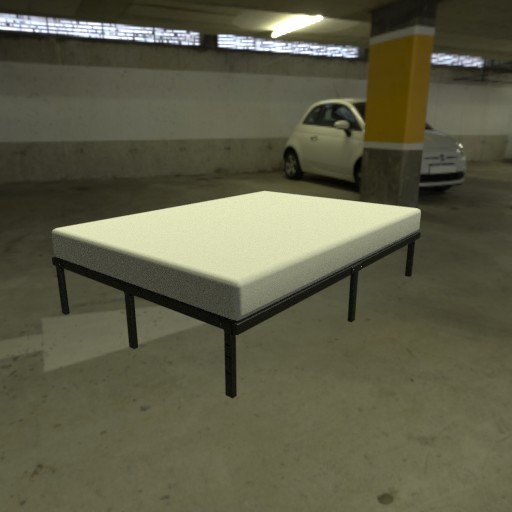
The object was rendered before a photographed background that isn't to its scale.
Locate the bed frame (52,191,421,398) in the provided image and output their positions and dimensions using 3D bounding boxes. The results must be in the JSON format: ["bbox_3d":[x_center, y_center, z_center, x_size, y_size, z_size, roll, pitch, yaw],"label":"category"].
[{"bbox_3d":[0.000,0.000,3.826,2.842,0.680,2.205,-15,22,-41],"label":"bed frame"}]
